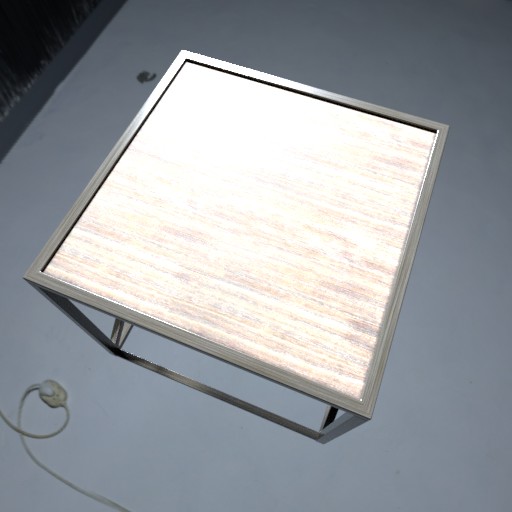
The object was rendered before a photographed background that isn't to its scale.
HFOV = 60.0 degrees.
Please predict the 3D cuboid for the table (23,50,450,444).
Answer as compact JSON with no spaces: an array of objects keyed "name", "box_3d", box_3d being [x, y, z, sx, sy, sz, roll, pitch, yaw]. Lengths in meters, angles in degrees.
[{"name":"table","box_3d":[0.000,0.000,1.054,0.609,0.507,0.611,20,65,10]}]
